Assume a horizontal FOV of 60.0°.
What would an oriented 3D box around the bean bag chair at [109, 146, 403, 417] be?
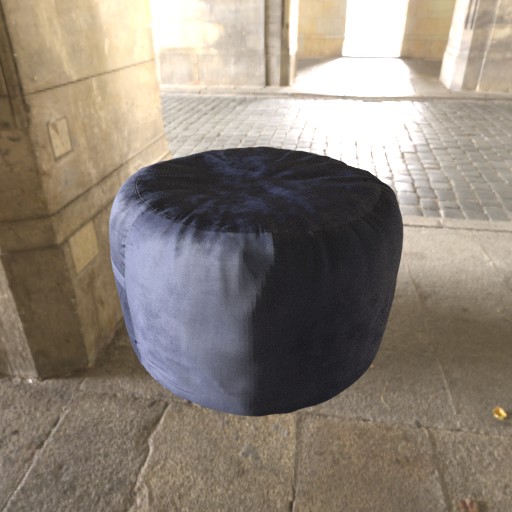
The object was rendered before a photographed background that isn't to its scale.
[{"bbox_3d":[0.000,0.000,1.977,1.219,0.762,1.219,0,29,0],"label":"bean bag chair"}]
